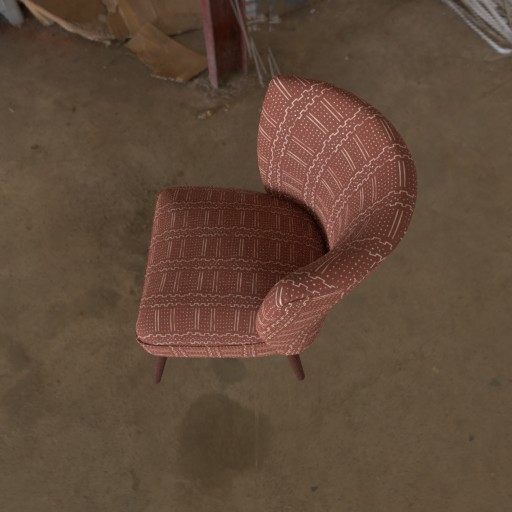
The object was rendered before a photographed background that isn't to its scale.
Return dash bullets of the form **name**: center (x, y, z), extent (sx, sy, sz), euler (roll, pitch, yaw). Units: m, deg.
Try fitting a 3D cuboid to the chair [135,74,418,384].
- **chair**: center (0.000, 0.000, 1.407), extent (0.758, 0.866, 0.706), euler (0, 60, 0)
